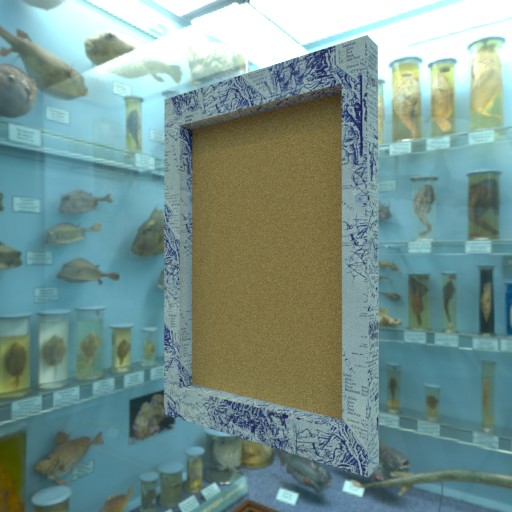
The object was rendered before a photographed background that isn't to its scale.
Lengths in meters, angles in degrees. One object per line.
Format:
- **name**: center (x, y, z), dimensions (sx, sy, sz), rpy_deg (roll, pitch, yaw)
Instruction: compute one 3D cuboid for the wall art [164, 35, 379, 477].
- **wall art**: center (0.000, 0.000, 0.462), dimensions (0.255, 0.376, 0.025), rpy_deg (0, -1, 37)
